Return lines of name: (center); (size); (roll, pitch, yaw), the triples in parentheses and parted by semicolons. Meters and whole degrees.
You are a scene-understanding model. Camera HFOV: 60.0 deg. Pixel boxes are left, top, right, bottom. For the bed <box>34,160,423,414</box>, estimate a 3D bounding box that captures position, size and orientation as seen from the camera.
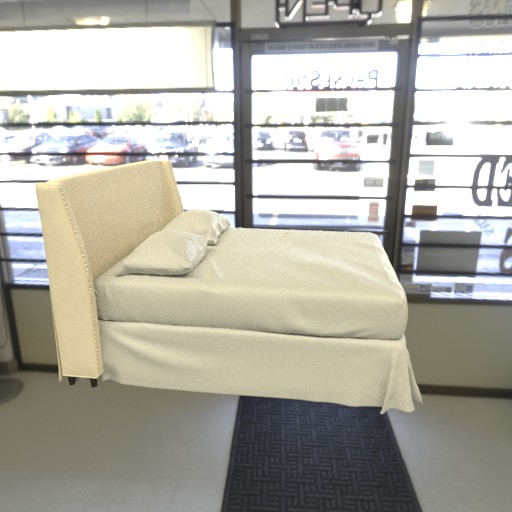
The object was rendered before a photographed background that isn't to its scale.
bed: (0.000, 0.000, 3.412); (2.276, 1.332, 1.925); (3, 17, 9)
